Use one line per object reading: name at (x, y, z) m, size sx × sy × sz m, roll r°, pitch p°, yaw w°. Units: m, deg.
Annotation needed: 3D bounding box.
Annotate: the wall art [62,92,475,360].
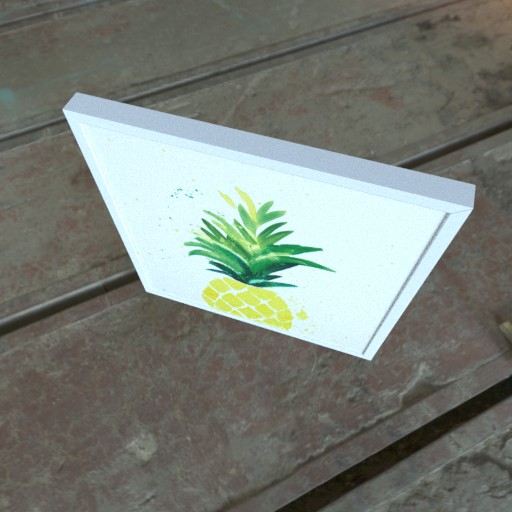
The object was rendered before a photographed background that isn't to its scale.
wall art at (0.000, 0.000, 0.747) m, size 0.508 × 0.507 × 0.035 m, roll 16°, pitch 60°, yaw 9°
